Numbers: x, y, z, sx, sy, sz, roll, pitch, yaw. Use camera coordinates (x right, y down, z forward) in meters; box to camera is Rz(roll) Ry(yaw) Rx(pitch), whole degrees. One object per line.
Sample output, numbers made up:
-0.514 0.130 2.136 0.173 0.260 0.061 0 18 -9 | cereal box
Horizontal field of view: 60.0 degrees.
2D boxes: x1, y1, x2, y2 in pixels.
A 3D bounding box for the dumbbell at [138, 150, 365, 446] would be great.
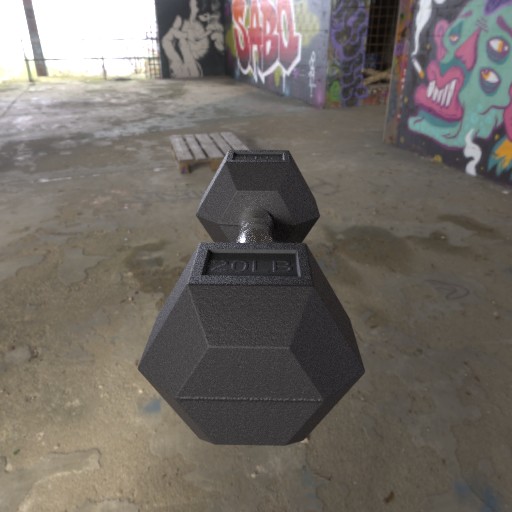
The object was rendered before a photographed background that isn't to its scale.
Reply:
0.000 0.000 0.340 0.116 0.101 0.297 1 27 1 | dumbbell
